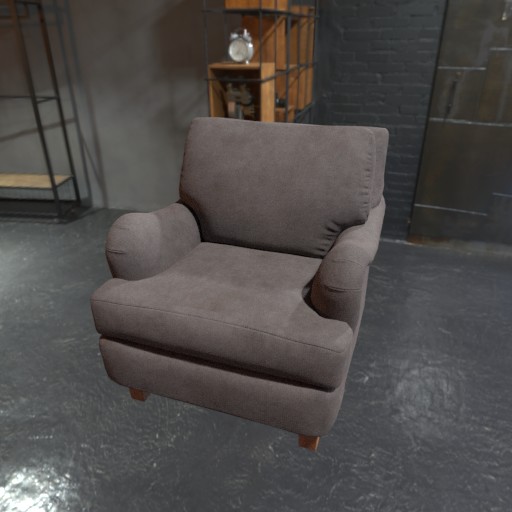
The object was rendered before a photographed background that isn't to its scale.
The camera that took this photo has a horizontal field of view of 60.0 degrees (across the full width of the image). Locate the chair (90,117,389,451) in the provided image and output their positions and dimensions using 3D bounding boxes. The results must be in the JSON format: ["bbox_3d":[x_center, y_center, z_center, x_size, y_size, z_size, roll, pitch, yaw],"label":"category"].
[{"bbox_3d":[0.000,0.000,1.839,0.955,0.997,1.070,9,28,17],"label":"chair"}]
